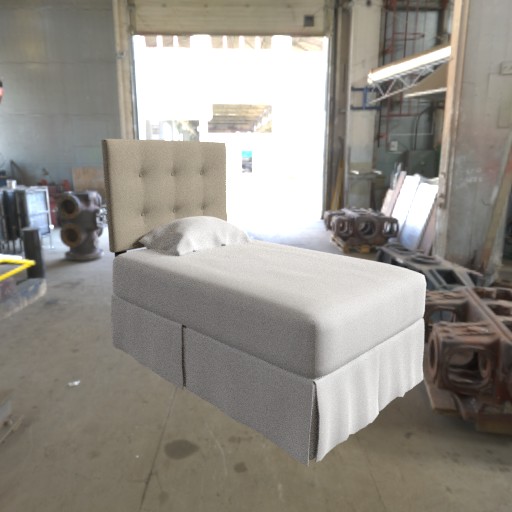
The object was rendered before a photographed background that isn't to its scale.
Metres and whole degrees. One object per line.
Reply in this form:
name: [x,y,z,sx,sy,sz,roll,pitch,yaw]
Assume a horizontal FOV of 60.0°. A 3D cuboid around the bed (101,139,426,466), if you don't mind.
bed: [0.000,0.000,3.026,1.997,1.571,1.261,12,18,43]
